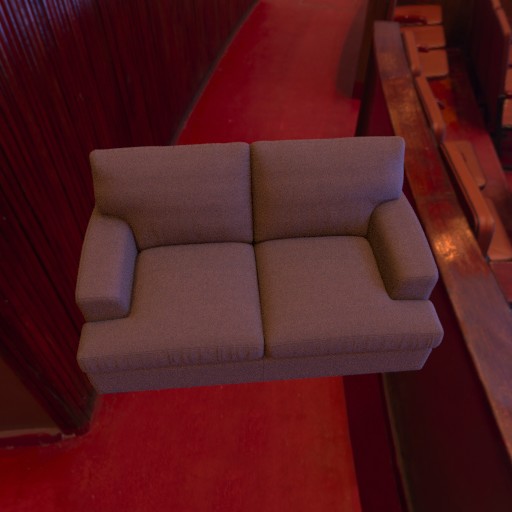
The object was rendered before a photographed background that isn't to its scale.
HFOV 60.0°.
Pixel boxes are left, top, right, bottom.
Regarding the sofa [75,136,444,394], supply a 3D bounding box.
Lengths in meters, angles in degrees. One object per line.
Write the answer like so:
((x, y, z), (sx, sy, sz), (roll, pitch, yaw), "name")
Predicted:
((0.000, 0.000, 2.480), (1.869, 0.950, 1.140), (-3, 47, -3), "sofa")
